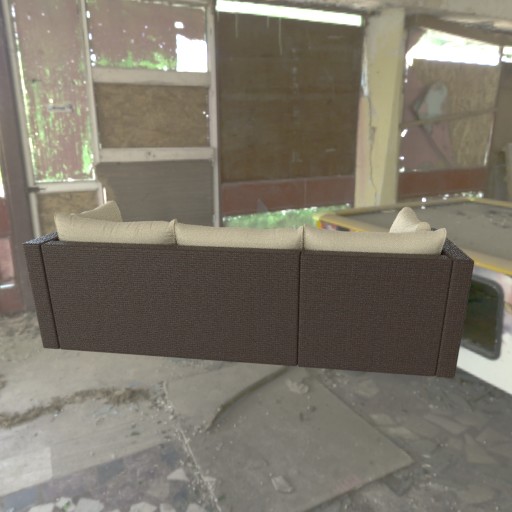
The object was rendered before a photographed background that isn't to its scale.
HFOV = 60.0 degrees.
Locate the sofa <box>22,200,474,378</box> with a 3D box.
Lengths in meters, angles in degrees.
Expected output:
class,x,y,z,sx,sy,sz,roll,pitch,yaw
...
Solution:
class,x,y,z,sx,sy,sz,roll,pitch,yaw
sofa,0.000,0.000,2.944,2.192,0.766,1.612,2,16,8
